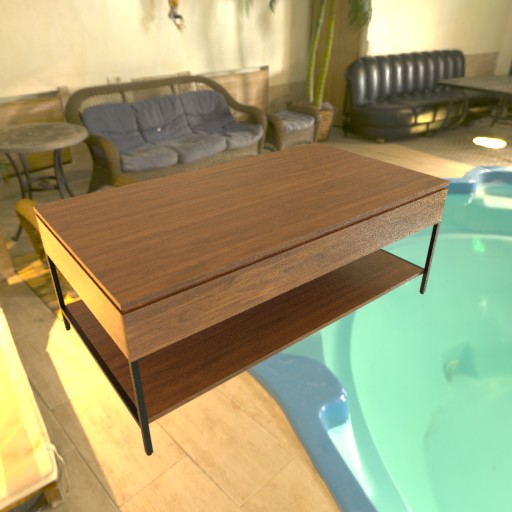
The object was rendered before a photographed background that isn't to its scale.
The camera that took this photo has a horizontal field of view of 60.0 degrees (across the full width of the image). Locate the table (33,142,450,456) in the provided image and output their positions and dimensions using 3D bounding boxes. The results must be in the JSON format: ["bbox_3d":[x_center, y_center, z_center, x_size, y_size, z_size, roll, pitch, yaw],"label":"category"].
[{"bbox_3d":[0.000,0.000,1.366,1.057,0.414,0.574,-21,35,-33],"label":"table"}]
